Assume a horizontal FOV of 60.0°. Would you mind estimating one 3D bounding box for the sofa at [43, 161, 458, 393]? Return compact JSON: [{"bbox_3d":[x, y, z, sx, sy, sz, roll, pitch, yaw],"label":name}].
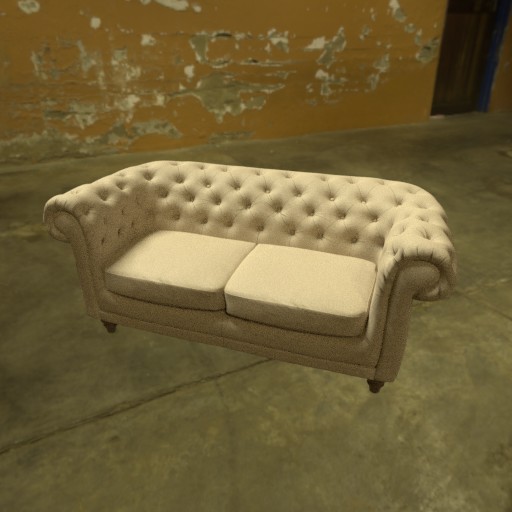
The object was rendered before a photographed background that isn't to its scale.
[{"bbox_3d":[0.000,0.000,2.531,1.988,0.835,1.069,9,27,17],"label":"sofa"}]
